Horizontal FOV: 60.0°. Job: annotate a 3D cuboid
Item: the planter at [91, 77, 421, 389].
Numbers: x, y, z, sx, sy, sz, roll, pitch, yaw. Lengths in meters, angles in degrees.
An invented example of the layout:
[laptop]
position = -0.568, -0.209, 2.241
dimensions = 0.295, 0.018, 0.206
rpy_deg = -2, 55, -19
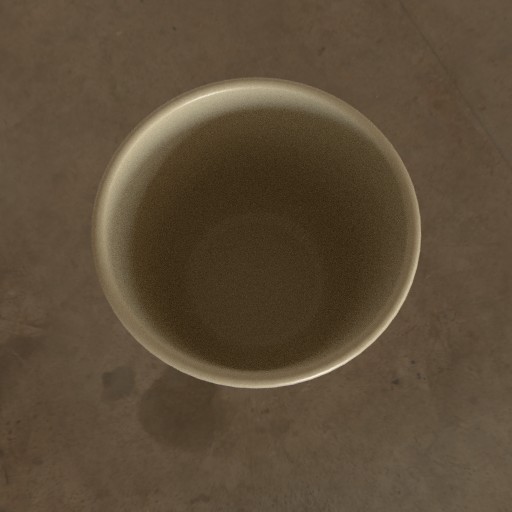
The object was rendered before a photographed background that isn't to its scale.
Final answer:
[planter]
position = 0.000, 0.000, 0.218
dimensions = 0.124, 0.109, 0.124
rpy_deg = 0, 74, 0
